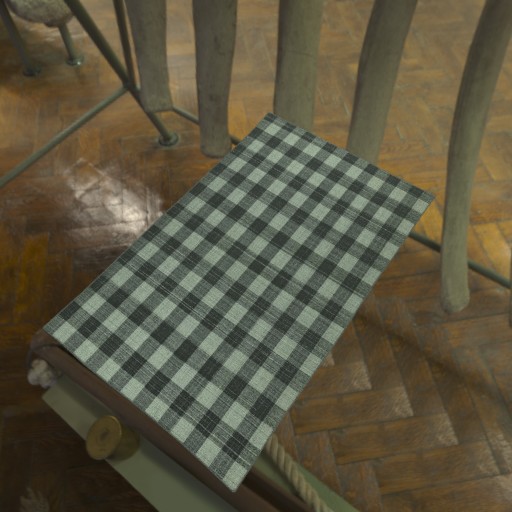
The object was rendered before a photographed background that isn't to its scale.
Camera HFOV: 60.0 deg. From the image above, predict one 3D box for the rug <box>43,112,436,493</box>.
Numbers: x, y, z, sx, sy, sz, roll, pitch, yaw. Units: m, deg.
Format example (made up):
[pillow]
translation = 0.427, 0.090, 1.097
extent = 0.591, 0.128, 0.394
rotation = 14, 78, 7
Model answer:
[rug]
translation = 0.000, 0.000, 3.072
extent = 1.554, 0.011, 2.476
rotation = 32, 64, 18
